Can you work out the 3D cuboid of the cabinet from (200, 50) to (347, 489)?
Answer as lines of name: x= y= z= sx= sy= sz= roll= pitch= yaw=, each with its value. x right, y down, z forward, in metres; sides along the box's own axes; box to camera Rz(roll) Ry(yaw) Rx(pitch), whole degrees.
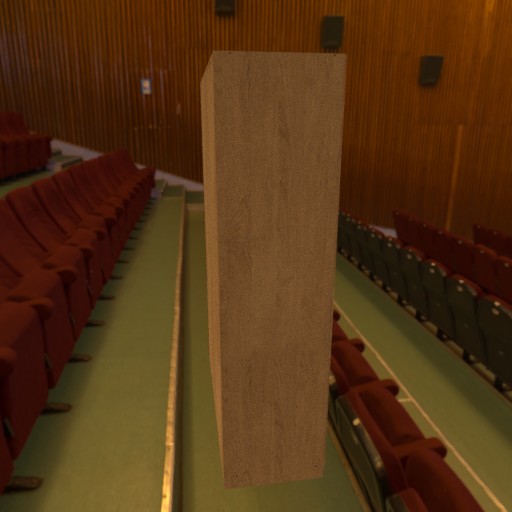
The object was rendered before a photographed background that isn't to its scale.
cabinet: x=0.000 y=0.000 z=2.482 sx=0.510 sy=1.910 sz=1.290 roll=-3 pitch=17 yaw=-9
